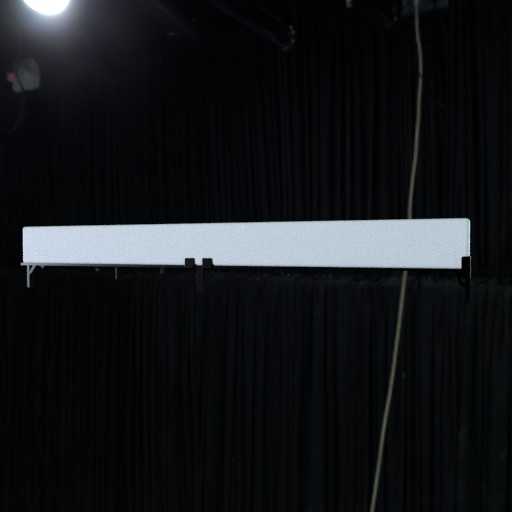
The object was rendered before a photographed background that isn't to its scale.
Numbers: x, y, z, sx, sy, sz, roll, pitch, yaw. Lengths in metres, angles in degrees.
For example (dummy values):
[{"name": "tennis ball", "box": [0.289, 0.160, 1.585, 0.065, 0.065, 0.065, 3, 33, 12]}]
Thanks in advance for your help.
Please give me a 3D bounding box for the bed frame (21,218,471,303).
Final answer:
[{"name": "bed frame", "box": [0.000, 0.000, 3.679, 2.987, 0.440, 1.930, 0, 1, 18]}]
